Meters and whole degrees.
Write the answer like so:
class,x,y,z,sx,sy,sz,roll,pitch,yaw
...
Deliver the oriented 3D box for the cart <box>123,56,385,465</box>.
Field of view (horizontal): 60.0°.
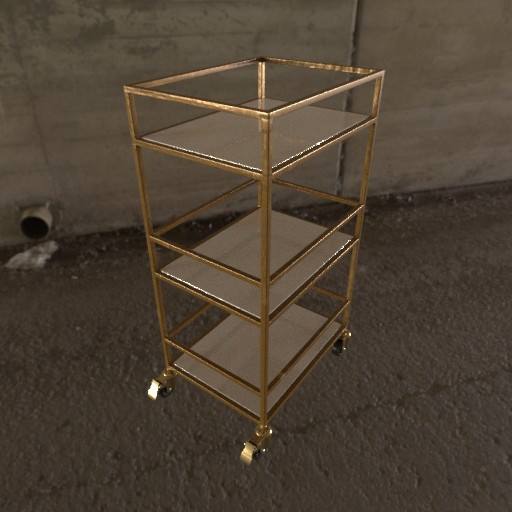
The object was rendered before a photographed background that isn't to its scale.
class,x,y,z,sx,sy,sz,roll,pitch,yaw
cart,0.000,0.000,1.008,0.332,0.761,0.483,21,38,30
